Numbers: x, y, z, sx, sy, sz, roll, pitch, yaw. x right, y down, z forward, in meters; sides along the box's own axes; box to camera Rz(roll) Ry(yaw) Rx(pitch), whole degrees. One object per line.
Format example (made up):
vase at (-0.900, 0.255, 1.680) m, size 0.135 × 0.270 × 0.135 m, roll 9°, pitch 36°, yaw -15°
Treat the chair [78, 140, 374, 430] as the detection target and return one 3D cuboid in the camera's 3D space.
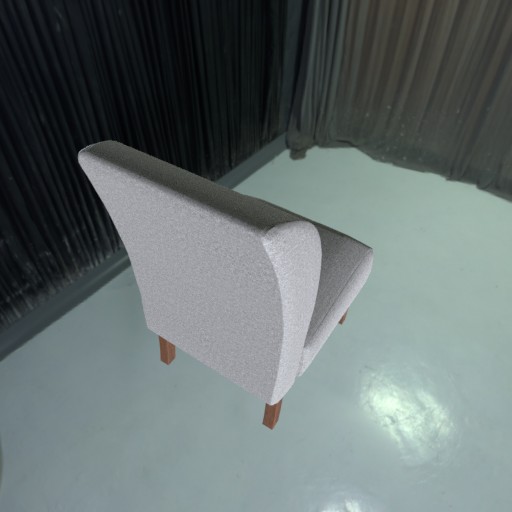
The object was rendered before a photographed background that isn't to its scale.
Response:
chair at (0.000, 0.000, 1.212) m, size 0.513 × 0.804 × 0.592 m, roll 25°, pitch 50°, yaw 22°
